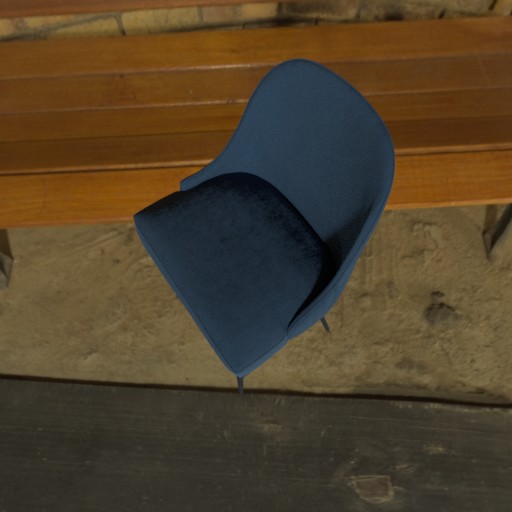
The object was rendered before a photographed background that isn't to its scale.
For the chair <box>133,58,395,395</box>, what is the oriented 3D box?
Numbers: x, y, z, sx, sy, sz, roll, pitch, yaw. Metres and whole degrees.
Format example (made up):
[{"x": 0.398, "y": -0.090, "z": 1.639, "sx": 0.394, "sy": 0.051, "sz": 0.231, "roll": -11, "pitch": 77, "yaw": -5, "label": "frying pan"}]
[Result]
[{"x": 0.000, "y": 0.000, "z": 1.230, "sx": 0.489, "sy": 0.927, "sz": 0.526, "roll": -32, "pitch": 68, "yaw": -14, "label": "chair"}]
